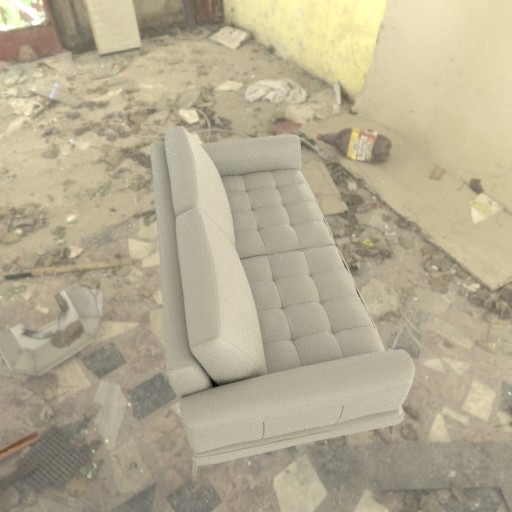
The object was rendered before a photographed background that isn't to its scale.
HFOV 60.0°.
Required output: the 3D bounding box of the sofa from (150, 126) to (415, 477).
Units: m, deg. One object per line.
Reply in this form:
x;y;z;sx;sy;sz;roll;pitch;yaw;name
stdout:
0.000;0.000;2.734;1.121;0.930;2.177;-8;47;-8;sofa
